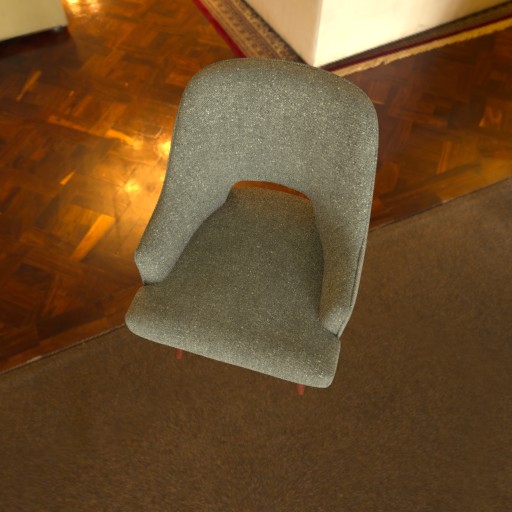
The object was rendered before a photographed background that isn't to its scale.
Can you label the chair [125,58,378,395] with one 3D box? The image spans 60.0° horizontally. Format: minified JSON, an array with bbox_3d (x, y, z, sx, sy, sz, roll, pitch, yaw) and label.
[{"bbox_3d":[0.000,0.000,1.307,0.608,0.875,0.629,14,59,9],"label":"chair"}]
